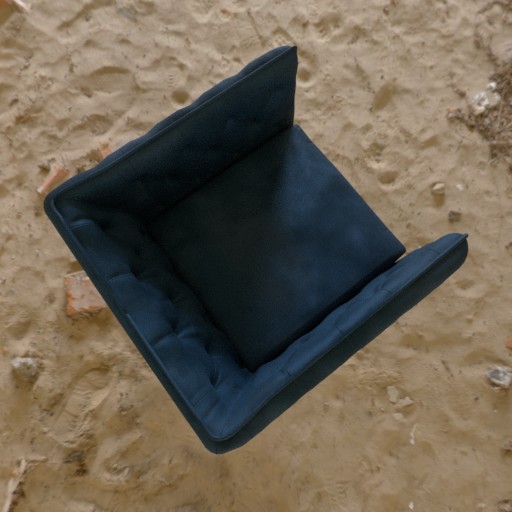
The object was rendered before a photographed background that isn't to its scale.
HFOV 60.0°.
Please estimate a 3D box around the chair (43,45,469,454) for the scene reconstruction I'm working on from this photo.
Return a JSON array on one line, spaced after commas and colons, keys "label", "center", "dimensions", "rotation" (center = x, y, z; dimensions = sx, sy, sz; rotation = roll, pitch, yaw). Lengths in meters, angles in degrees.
[{"label": "chair", "center": [0.000, 0.000, 1.535], "dimensions": [0.877, 0.771, 0.868], "rotation": [-36, 79, -8]}]
